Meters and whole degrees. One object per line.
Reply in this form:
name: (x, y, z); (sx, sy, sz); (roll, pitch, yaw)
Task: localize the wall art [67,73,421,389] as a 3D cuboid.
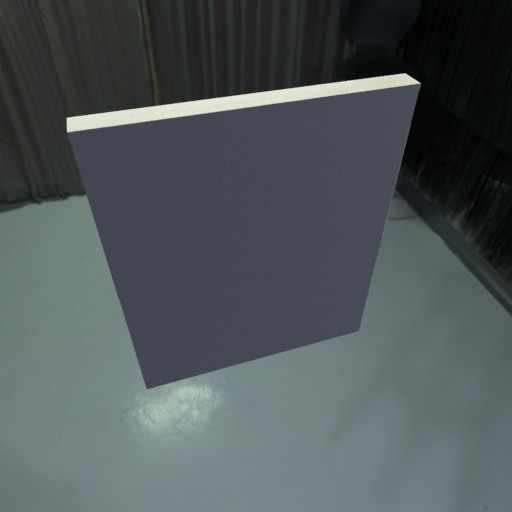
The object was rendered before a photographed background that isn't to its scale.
wall art: (0.000, 0.000, 0.706); (0.435, 0.511, 0.037); (-12, 44, -13)
